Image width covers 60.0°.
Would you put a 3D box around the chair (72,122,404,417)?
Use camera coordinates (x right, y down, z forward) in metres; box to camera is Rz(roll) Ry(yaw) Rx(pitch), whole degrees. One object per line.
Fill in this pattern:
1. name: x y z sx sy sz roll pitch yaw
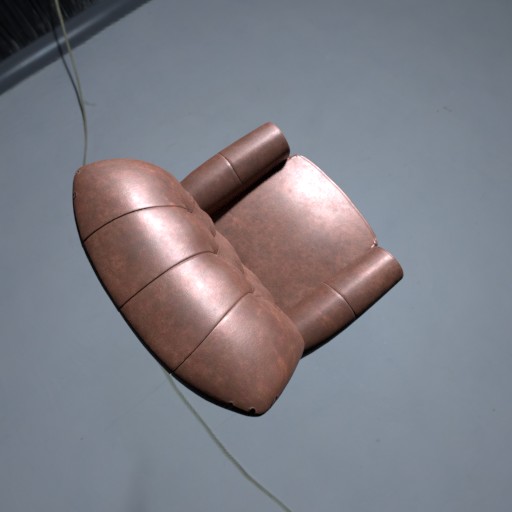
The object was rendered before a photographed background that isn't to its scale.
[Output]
1. chair: 0.000 0.000 1.907 1.031 1.162 0.979 -37 78 -9
